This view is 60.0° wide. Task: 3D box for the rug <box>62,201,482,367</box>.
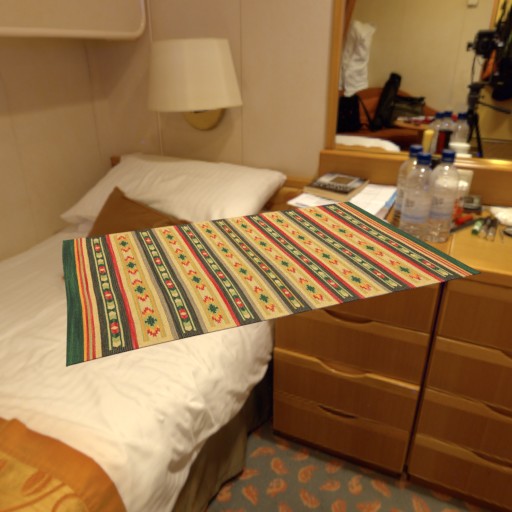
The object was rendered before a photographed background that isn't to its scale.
[{"bbox_3d":[0.000,0.000,3.013,2.447,0.011,1.520,-10,27,-20],"label":"rug"}]
